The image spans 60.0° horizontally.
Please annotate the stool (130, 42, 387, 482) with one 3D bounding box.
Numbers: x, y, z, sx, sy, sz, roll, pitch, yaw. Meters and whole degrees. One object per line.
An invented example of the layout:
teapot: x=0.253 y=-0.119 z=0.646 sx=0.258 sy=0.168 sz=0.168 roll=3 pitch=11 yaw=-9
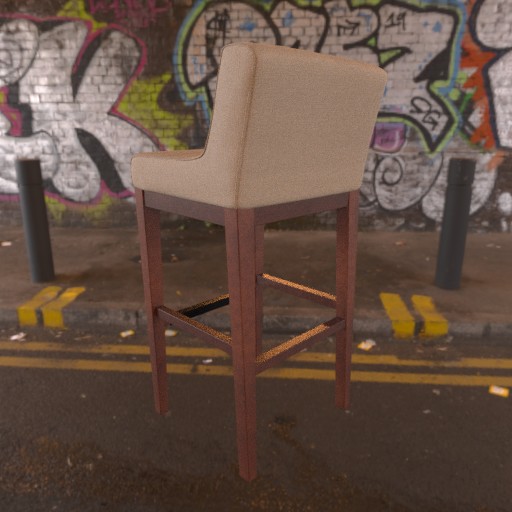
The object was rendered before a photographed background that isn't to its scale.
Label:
stool: x=0.000 y=0.000 z=1.285 sx=0.500 sy=1.037 sz=0.511 roll=15 pitch=22 yaw=42
